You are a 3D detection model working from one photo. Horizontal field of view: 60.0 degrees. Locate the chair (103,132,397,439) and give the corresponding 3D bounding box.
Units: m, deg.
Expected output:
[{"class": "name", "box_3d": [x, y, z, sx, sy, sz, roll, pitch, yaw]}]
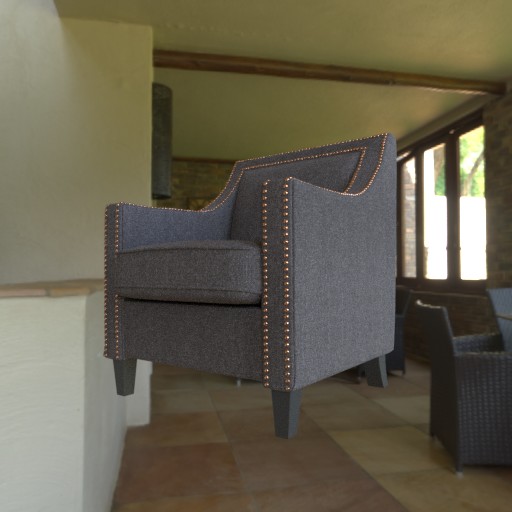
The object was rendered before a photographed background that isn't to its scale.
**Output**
[{"class": "chair", "box_3d": [0.000, 0.000, 1.618, 0.776, 0.967, 0.884, -2, -3, 36]}]
